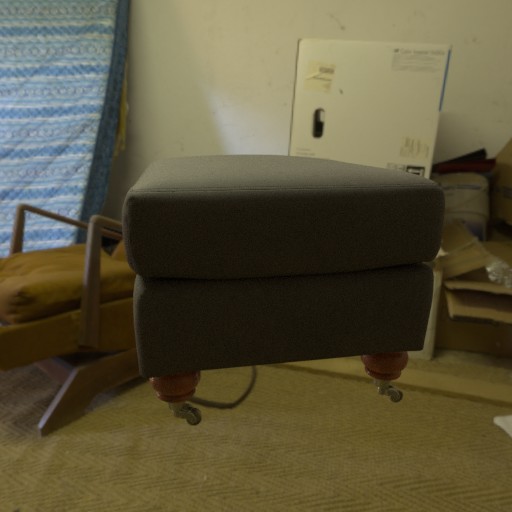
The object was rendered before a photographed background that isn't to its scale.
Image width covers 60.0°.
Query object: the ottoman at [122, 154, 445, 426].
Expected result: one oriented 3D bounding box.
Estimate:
[{"bbox_3d":[0.000,0.000,1.127,0.574,0.497,0.773,-3,15,-10],"label":"ottoman"}]
